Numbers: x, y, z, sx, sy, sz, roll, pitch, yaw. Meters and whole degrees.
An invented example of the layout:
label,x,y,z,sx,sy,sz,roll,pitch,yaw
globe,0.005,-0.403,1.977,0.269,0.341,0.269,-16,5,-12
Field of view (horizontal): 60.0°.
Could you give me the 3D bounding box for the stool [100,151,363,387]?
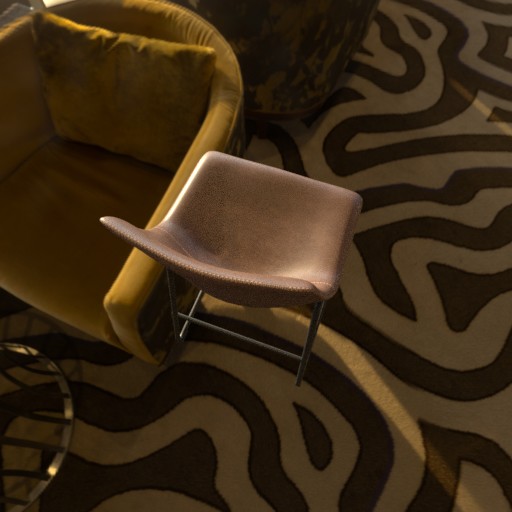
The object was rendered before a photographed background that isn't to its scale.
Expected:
label,x,y,z,sx,sy,sz,roll,pitch,yaw
stool,0.000,0.000,1.206,0.460,0.890,0.550,18,64,9
